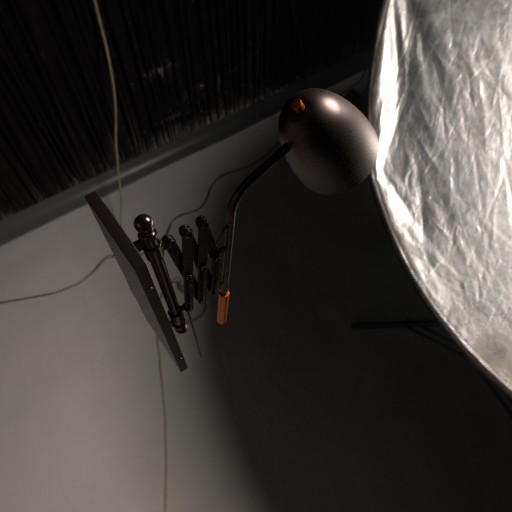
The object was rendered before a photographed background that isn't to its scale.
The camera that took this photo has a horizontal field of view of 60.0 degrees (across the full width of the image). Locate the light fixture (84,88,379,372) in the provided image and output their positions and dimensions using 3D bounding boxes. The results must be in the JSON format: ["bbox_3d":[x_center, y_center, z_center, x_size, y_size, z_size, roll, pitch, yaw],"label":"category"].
[{"bbox_3d":[0.000,0.000,0.931,0.499,0.715,0.162,-32,63,-18],"label":"light fixture"}]
